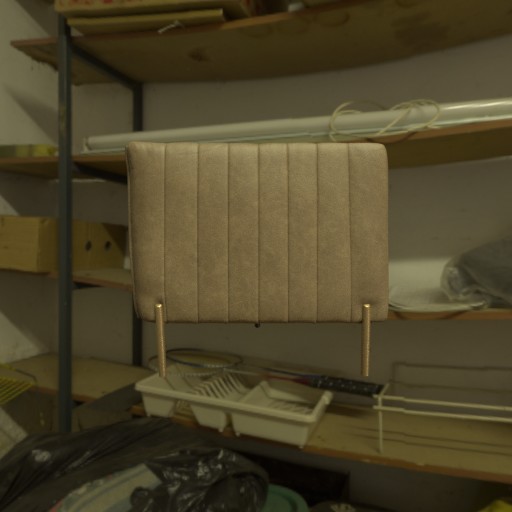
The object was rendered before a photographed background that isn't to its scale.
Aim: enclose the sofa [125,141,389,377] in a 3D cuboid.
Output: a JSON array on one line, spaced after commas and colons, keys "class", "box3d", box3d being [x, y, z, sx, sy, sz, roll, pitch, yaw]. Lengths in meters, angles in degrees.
[{"class": "sofa", "box3d": [0.000, 0.000, 2.400, 0.876, 0.779, 1.980, 0, 0, 0]}]
